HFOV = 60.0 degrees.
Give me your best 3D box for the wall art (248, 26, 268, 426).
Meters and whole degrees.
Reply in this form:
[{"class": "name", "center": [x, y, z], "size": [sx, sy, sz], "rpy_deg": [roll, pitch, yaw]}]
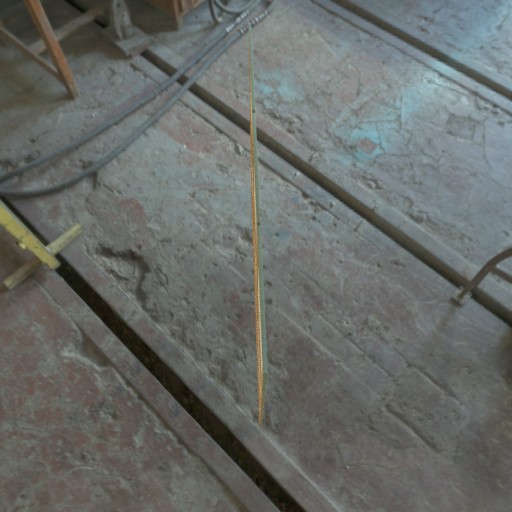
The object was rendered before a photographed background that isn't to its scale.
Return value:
[{"class": "wall art", "center": [0.000, 0.000, 2.305], "size": [0.013, 1.523, 1.517], "rpy_deg": [-2, 64, -1]}]
